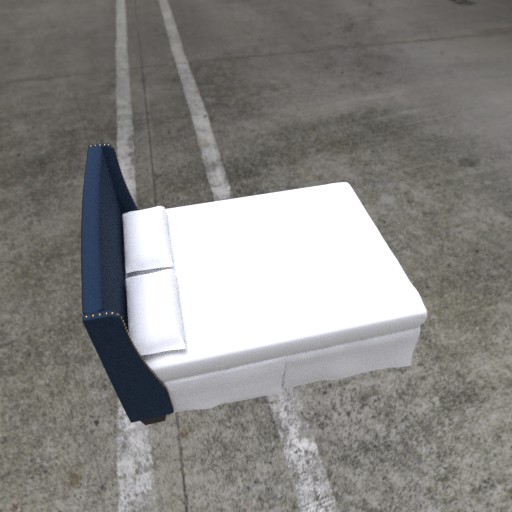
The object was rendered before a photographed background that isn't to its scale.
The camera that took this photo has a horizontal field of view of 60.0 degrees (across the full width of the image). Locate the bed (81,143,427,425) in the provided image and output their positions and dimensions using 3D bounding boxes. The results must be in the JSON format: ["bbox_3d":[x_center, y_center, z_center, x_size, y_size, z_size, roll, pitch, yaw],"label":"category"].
[{"bbox_3d":[0.000,0.000,3.333,2.223,1.402,1.604,-10,48,-9],"label":"bed"}]
